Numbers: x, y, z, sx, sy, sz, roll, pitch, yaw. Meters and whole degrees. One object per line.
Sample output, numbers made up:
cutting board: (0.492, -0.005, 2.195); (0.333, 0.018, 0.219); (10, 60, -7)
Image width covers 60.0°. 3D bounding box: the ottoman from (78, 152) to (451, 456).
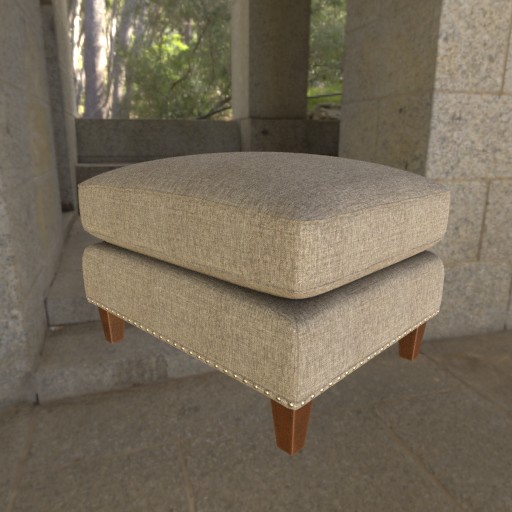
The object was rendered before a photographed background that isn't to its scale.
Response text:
ottoman: (0.000, 0.000, 1.124); (0.741, 0.513, 0.584); (14, 21, 42)
